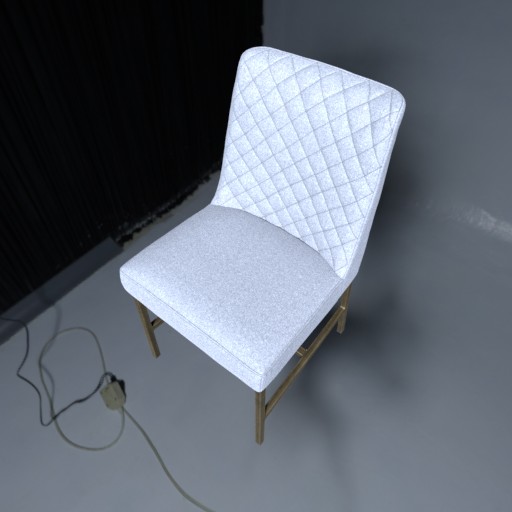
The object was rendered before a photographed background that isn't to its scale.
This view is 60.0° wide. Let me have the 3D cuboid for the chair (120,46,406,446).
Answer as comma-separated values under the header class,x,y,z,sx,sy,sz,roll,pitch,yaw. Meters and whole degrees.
class,x,y,z,sx,sy,sz,roll,pitch,yaw
chair,0.000,0.000,1.243,0.508,0.889,0.587,31,54,26
